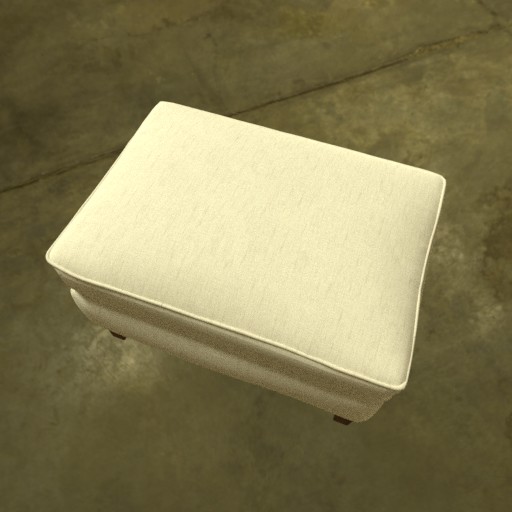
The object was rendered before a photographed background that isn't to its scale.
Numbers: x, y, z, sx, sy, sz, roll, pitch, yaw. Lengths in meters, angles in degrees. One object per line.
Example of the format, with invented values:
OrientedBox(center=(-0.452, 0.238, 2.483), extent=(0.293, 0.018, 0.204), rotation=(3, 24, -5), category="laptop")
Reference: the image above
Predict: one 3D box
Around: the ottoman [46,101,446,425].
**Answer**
OrientedBox(center=(0.000, 0.000, 0.958), extent=(0.665, 0.406, 0.501), rotation=(18, 60, 11), category="ottoman")
